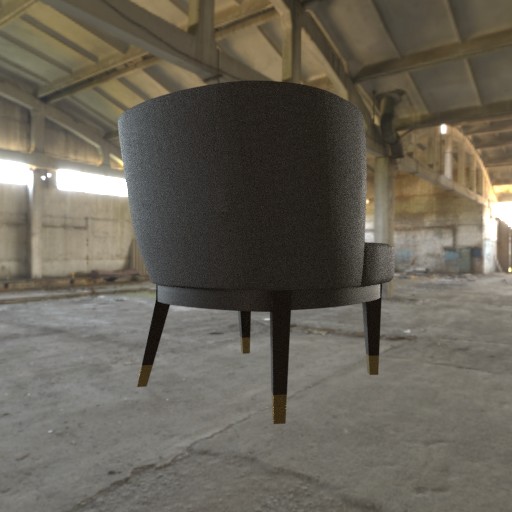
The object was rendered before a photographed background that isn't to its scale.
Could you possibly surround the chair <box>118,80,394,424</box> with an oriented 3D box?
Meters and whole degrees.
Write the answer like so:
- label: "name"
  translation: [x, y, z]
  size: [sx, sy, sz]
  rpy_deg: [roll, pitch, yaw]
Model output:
- label: "chair"
  translation: [0.000, 0.000, 1.234]
  size: [0.639, 0.695, 0.698]
  rpy_deg: [0, 0, 36]
